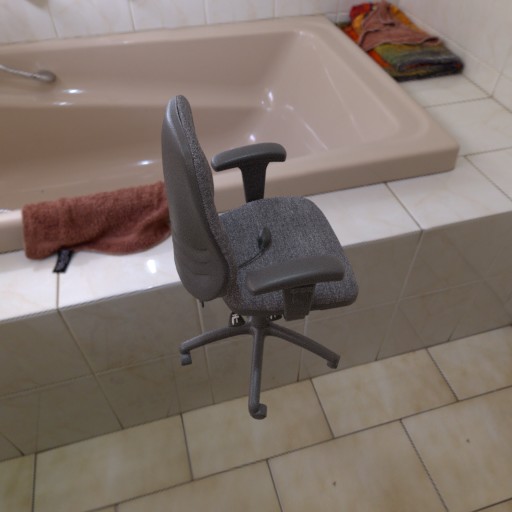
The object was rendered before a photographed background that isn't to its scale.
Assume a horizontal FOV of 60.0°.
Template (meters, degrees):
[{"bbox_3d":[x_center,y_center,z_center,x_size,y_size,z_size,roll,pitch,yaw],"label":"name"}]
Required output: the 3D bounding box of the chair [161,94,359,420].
[{"bbox_3d":[0.000,0.000,1.234,0.530,0.910,0.550,-10,47,-9],"label":"chair"}]
